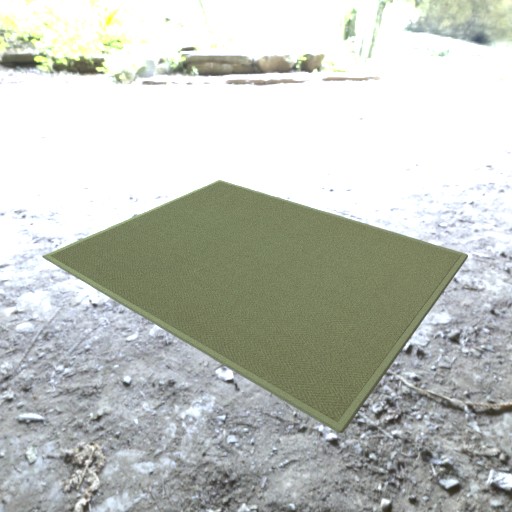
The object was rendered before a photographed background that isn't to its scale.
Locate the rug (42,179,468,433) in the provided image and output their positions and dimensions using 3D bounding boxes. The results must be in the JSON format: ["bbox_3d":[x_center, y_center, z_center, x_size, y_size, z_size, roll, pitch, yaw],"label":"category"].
[{"bbox_3d":[0.000,0.000,4.024,3.051,0.020,2.407,22,37,32],"label":"rug"}]
